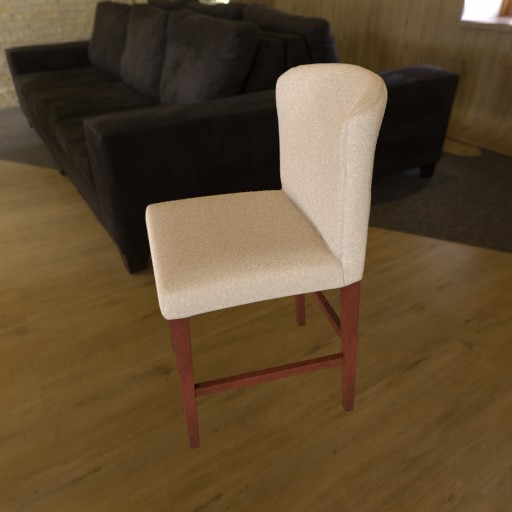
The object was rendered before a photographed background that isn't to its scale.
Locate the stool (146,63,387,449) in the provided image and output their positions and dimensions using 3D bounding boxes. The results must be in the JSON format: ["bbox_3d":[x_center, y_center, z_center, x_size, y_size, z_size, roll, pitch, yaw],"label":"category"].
[{"bbox_3d":[0.000,0.000,1.252,0.568,0.968,0.479,-9,33,-13],"label":"stool"}]
